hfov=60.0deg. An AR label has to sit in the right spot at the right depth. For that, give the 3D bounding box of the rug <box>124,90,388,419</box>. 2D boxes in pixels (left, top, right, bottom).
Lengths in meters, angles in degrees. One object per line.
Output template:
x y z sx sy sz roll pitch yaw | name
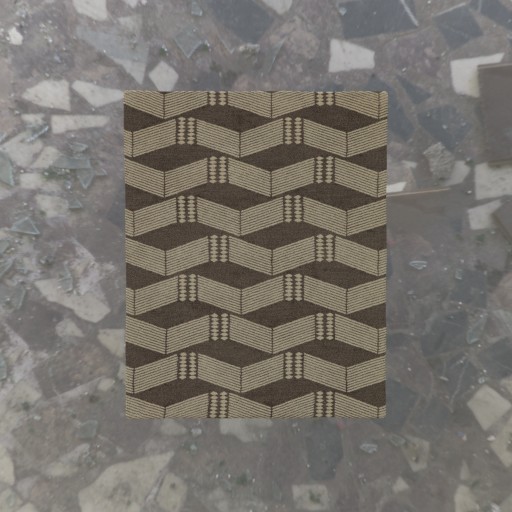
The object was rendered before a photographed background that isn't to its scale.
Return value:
0.000 0.000 4.123 2.438 0.016 3.048 0 91 -1 | rug
